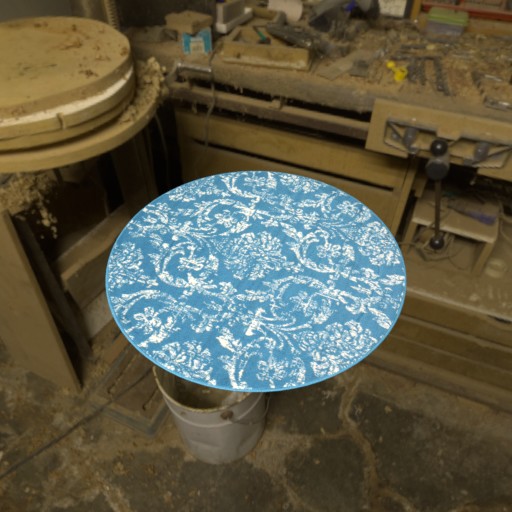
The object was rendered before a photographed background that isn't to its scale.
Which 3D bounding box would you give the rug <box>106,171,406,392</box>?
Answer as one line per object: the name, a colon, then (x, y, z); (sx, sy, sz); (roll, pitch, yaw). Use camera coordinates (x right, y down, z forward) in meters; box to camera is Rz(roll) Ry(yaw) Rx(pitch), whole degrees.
rug: (0.000, 0.000, 2.411); (1.593, 0.012, 1.593); (0, 46, 0)
